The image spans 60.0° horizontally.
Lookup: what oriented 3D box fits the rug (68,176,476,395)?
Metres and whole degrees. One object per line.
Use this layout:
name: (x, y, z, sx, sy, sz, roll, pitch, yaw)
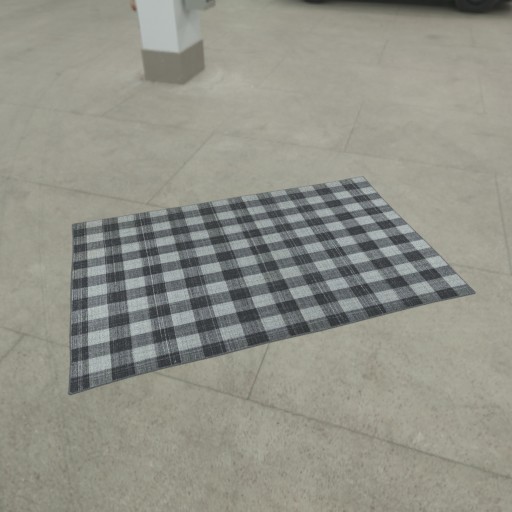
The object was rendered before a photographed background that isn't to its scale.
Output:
rug: (0.000, 0.000, 3.103, 2.476, 0.011, 1.554, -11, 41, -13)
